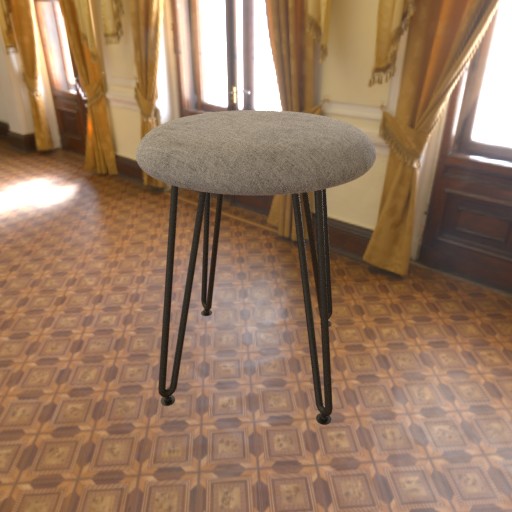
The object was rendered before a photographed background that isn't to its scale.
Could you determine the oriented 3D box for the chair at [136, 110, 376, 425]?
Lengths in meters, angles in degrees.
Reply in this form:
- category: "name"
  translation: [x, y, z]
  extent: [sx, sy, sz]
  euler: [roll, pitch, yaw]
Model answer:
- category: "chair"
  translation: [0.000, 0.000, 0.658]
  extent: [0.350, 0.386, 0.350]
  euler: [-19, 33, -32]
